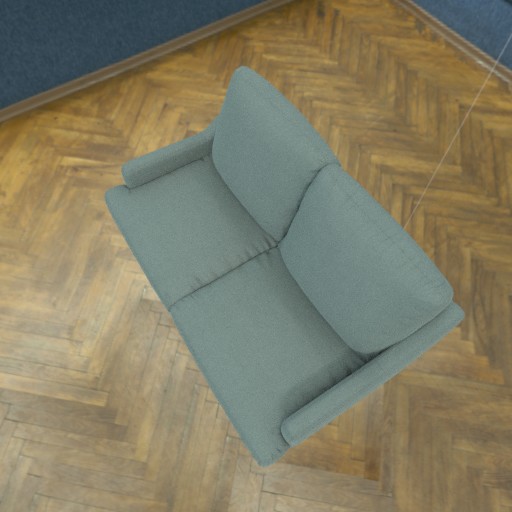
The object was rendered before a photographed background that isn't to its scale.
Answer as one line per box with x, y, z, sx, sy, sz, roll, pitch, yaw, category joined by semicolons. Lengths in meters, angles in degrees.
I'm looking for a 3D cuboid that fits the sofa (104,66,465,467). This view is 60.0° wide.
0.000;0.000;2.132;0.987;0.921;1.589;-29;66;-15;sofa
